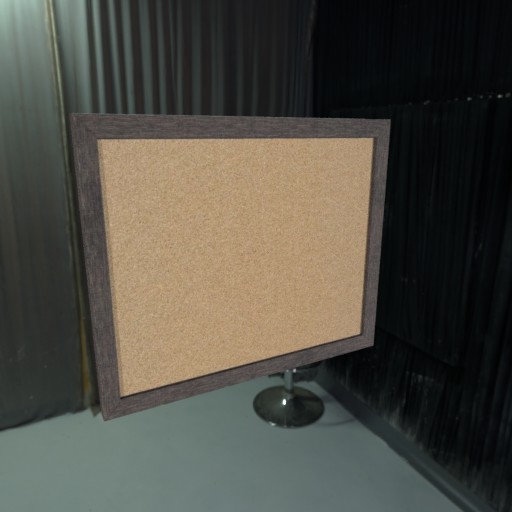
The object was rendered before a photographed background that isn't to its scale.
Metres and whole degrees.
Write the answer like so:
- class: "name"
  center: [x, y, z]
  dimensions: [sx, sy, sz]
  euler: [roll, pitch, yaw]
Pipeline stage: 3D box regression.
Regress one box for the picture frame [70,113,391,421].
- class: "picture frame"
  center: [0.000, 0.000, 0.761]
  dimensions: [0.546, 0.455, 0.026]
  euler: [-8, 17, -27]
